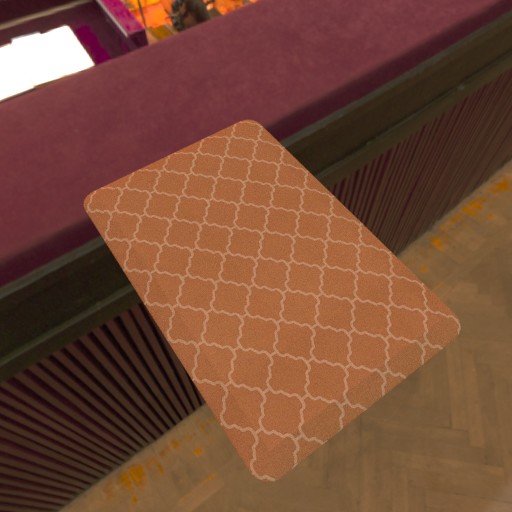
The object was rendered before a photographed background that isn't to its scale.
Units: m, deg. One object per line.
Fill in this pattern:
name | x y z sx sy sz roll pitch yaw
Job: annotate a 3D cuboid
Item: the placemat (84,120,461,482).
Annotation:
placemat | 0.000 0.000 0.971 0.508 0.021 0.762 -31 63 -18
